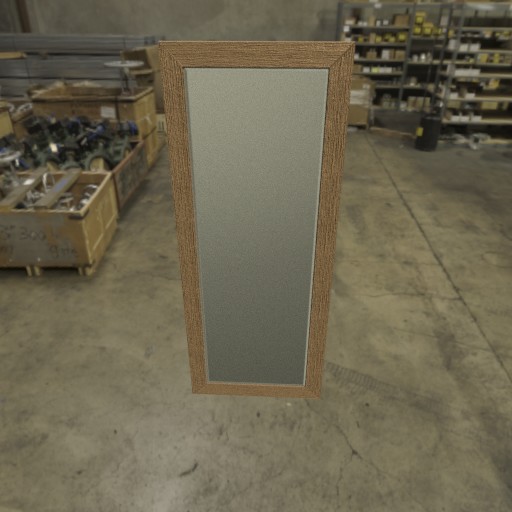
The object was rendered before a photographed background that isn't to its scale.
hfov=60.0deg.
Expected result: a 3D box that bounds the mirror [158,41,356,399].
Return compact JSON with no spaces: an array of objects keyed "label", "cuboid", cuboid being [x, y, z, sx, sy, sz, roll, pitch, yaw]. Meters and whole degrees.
[{"label":"mirror","cuboid":[0.000,0.000,2.328,0.812,2.031,0.026,1,29,3]}]
